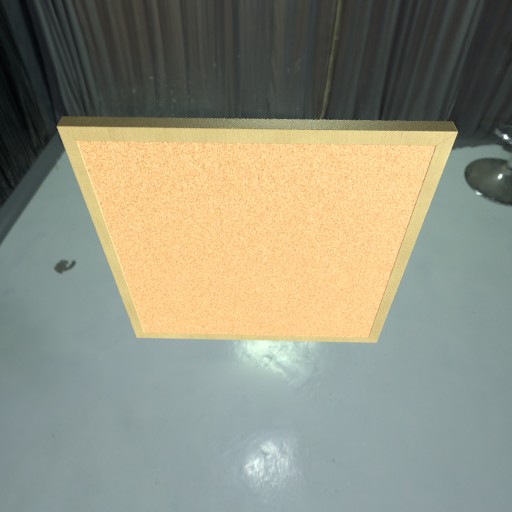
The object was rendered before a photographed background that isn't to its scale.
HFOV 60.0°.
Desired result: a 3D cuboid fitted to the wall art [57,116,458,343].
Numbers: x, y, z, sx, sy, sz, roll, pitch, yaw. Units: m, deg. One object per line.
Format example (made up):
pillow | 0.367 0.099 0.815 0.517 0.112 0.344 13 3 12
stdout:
wall art | 0.000 0.000 1.137 0.763 0.763 0.037 1 48 1
